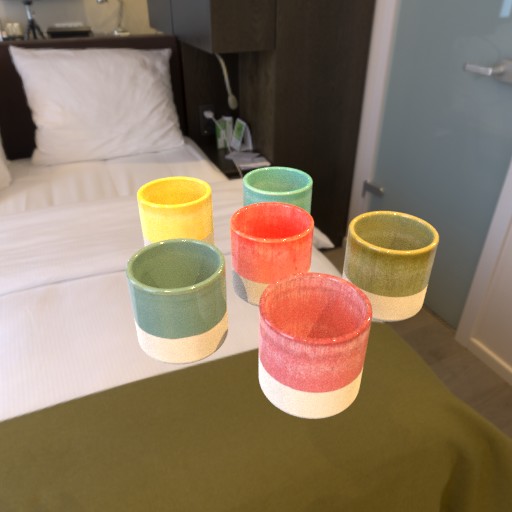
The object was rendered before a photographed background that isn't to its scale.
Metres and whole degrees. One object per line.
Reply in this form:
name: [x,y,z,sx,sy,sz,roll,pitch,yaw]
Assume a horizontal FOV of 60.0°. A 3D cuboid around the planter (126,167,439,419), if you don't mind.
planter: [0.000,0.000,0.415,0.286,0.075,0.257,21,38,30]
